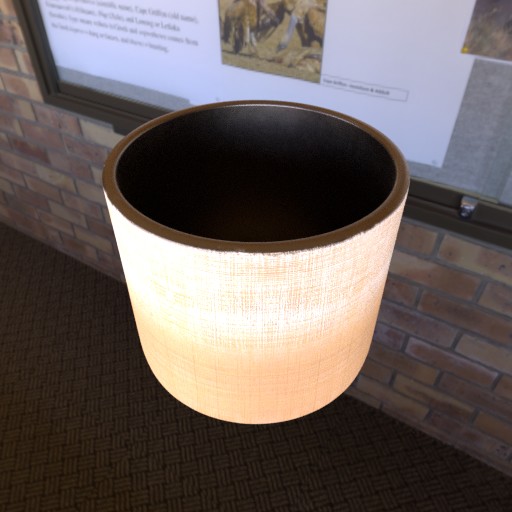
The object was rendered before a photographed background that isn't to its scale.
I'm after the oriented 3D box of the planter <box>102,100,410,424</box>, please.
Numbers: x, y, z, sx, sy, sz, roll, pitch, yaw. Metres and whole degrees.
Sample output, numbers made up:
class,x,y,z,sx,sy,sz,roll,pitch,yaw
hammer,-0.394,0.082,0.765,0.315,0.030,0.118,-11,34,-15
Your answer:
class,x,y,z,sx,sy,sz,roll,pitch,yaw
planter,0.000,0.000,0.440,0.254,0.221,0.254,0,41,0
